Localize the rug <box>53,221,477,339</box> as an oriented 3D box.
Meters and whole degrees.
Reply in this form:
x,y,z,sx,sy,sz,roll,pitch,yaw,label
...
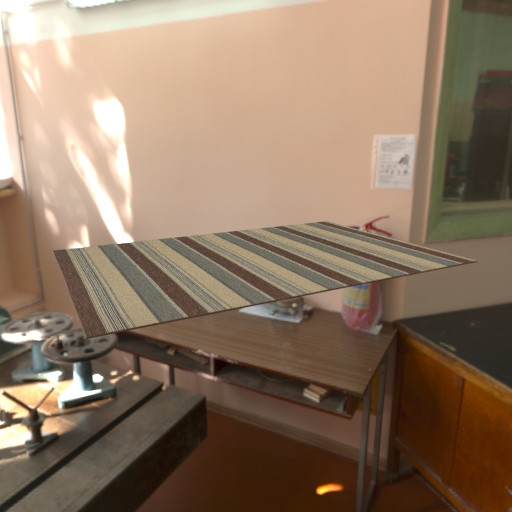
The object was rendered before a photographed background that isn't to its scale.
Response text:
x,y,z,sx,sy,sz,roll,pitch,yaw,label
0.000,0.000,2.282,1.829,0.008,1.219,-8,17,-27,rug
